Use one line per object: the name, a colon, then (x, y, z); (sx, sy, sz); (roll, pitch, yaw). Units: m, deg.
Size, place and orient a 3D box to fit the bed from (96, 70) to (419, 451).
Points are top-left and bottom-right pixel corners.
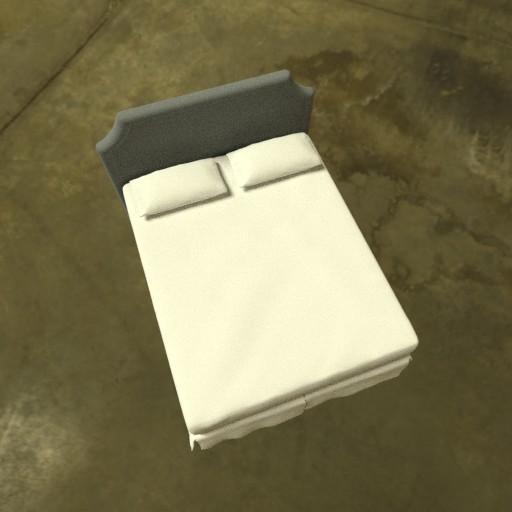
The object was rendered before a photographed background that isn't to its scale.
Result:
bed: (0.000, 0.000, 3.379); (1.811, 1.296, 2.259); (-18, 64, -9)
